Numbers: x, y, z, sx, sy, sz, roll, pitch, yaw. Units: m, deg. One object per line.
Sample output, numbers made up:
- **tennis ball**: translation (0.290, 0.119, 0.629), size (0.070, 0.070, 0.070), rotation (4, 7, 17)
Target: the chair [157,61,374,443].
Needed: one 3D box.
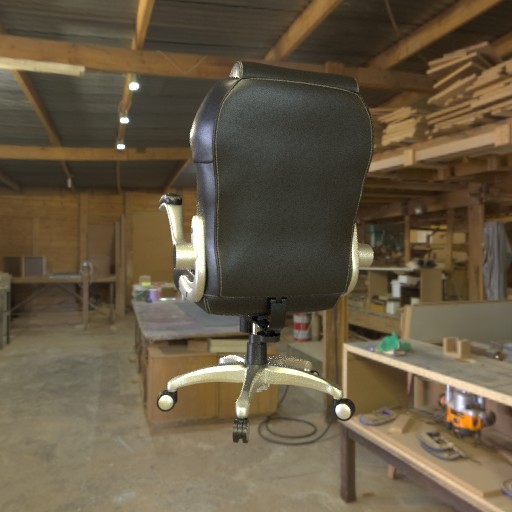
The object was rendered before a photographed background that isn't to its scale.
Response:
- **chair**: translation (0.000, 0.000, 1.669), size (0.724, 1.141, 0.801), rotation (0, 0, -18)
